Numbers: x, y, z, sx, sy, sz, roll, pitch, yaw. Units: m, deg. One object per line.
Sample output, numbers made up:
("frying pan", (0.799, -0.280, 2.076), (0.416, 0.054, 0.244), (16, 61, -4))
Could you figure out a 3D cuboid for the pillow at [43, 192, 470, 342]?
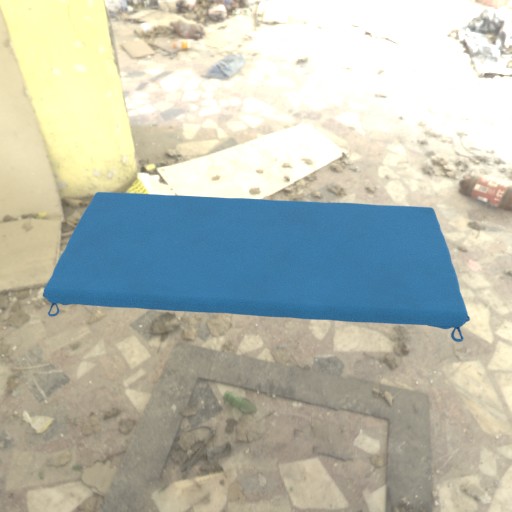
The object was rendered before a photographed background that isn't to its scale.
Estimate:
("pillow", (0.000, 0.000, 1.341), (1.187, 0.081, 0.492), (3, 45, 3))
